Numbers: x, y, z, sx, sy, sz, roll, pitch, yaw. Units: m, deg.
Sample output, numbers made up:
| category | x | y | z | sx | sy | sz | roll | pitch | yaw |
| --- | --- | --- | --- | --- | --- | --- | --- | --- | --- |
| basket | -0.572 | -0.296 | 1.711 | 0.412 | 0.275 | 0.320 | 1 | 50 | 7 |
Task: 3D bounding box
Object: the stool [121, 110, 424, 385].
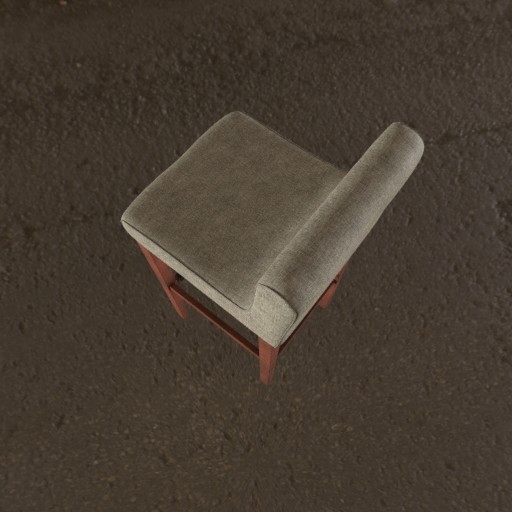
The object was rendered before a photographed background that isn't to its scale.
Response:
| category | x | y | z | sx | sy | sz | roll | pitch | yaw |
| --- | --- | --- | --- | --- | --- | --- | --- | --- | --- |
| stool | 0.000 | 0.000 | 1.235 | 0.499 | 0.965 | 0.426 | 35 | 69 | 15 |
